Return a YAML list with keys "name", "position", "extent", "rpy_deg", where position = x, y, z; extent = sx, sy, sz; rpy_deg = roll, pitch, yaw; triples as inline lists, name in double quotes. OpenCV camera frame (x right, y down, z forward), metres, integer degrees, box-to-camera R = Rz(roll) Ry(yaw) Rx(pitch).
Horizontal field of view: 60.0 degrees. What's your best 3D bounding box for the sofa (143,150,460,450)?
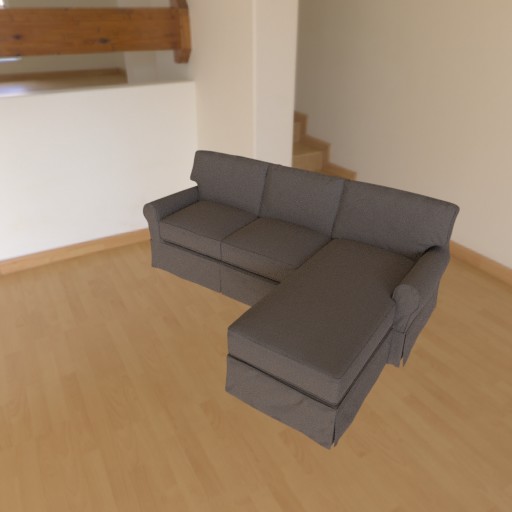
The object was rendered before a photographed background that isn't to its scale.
- name: "sofa"
  position: [0.000, 0.000, 3.373]
  extent: [2.475, 0.978, 1.733]
  rpy_deg: [19, 34, 30]
